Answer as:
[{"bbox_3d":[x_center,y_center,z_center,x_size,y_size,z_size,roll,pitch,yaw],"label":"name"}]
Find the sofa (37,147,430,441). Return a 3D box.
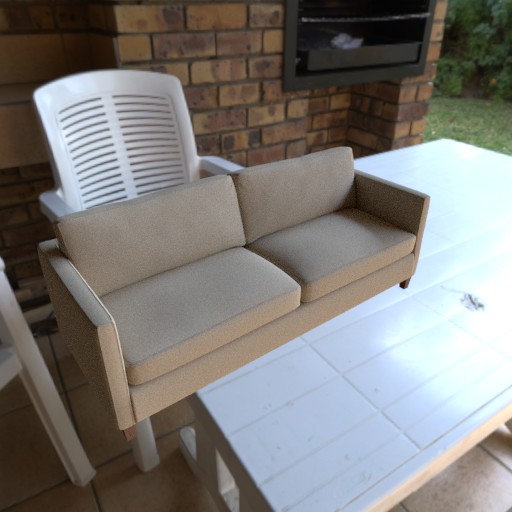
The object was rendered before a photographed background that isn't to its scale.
[{"bbox_3d":[0.000,0.000,2.861,2.361,0.968,0.951,-21,36,-31],"label":"sofa"}]
